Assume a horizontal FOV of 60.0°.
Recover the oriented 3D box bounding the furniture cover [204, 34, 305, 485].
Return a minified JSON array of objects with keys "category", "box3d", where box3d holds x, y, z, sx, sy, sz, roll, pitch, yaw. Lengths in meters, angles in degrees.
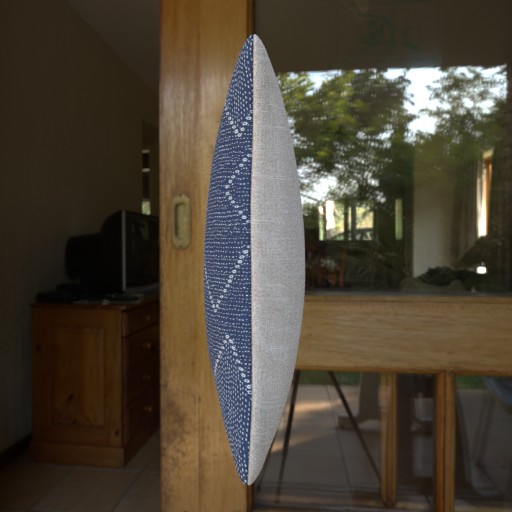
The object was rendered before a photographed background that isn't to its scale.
[{"category":"furniture cover","box3d":[0.000,0.000,0.740,0.162,0.503,0.511,0,1,1]}]
